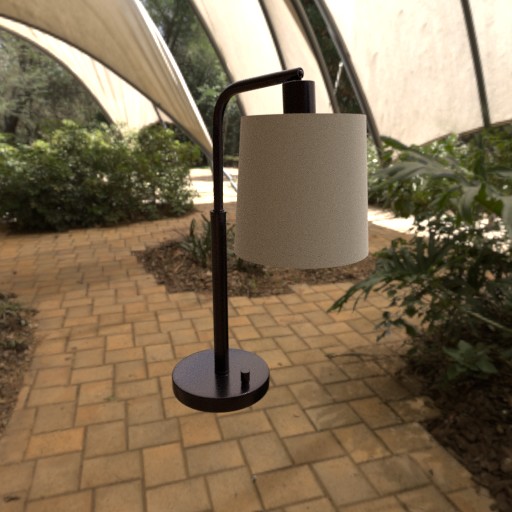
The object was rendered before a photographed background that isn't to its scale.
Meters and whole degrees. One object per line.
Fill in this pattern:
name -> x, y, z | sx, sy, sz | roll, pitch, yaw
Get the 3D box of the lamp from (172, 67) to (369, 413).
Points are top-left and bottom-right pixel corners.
lamp -> 0.000, 0.000, 0.635 | 0.333, 0.489, 0.171 | 15, 22, 43
